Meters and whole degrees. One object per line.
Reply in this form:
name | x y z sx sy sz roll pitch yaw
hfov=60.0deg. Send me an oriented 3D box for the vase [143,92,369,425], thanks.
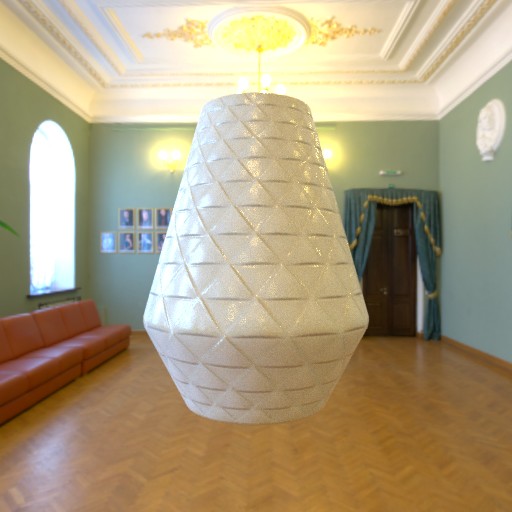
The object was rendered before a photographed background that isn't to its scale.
vase | 0.000 0.000 0.354 0.175 0.230 0.175 0 -1 0
